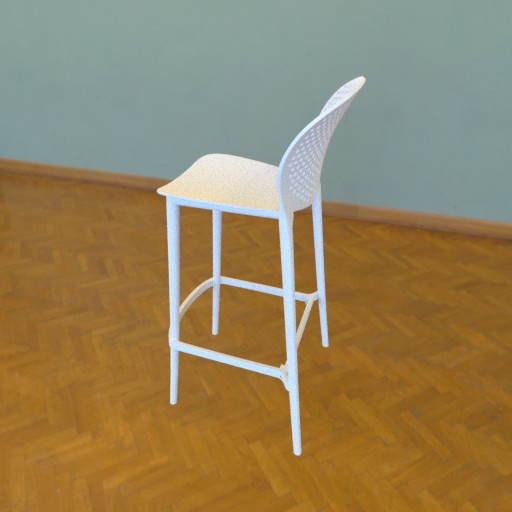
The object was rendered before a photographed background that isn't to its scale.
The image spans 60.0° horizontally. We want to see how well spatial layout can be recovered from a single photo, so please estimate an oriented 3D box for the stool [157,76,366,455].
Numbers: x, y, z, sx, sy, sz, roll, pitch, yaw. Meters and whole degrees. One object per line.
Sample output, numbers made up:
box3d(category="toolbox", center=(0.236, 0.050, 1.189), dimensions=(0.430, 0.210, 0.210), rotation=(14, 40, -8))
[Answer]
box3d(category="stool", center=(0.000, 0.000, 1.374), dimensions=(0.535, 1.045, 0.536), rotation=(9, 31, 15))
